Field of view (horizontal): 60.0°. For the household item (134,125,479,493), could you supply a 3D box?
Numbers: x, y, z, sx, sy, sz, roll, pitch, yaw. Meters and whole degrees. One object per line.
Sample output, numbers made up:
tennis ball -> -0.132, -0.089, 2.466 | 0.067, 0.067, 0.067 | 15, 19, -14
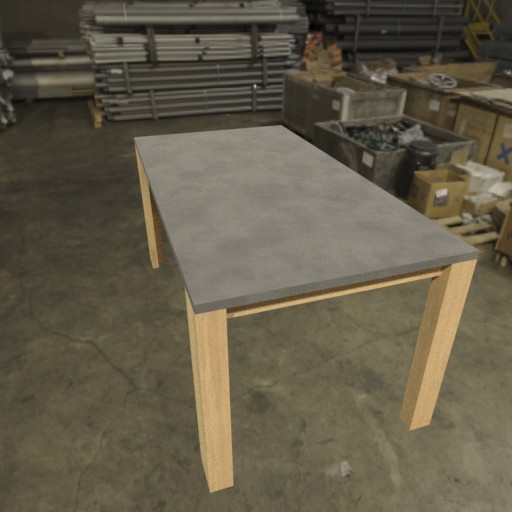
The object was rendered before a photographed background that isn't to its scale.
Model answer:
household item -> 0.000, 0.000, 2.031 | 0.850, 0.755, 1.600 | -9, 31, -16
